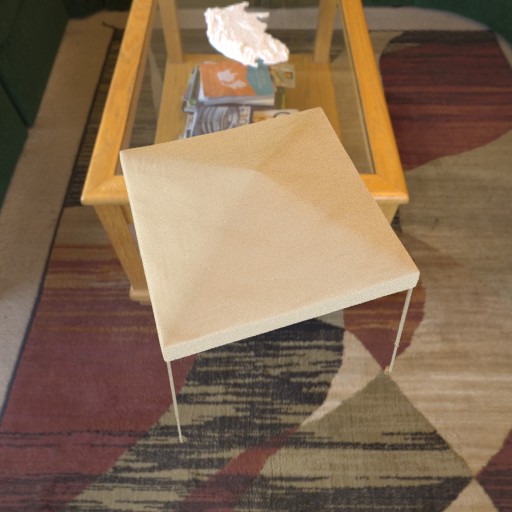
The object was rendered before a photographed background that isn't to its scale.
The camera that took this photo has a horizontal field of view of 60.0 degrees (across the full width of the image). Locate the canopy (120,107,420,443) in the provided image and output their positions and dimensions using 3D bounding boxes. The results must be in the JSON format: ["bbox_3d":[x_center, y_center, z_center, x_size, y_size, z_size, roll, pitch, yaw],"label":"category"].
[{"bbox_3d":[0.000,0.000,6.497,3.600,3.600,3.599,-15,59,-9],"label":"canopy"}]
